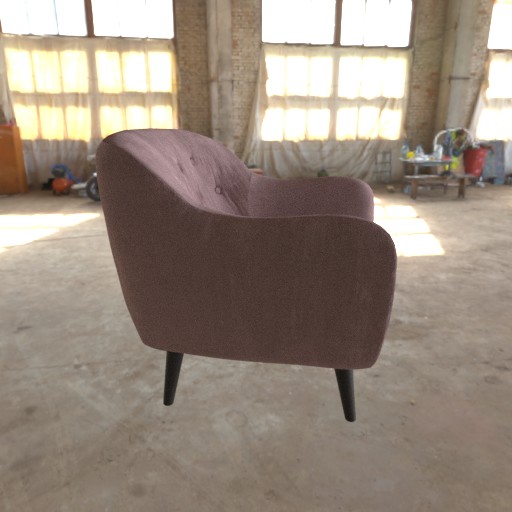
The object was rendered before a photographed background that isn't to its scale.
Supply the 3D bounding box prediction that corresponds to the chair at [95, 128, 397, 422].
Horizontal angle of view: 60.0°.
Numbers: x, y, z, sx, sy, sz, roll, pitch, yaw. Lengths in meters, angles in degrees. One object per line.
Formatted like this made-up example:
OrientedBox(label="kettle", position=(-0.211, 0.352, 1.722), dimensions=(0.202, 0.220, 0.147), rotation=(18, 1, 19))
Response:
OrientedBox(label="chair", position=(0.000, 0.000, 1.485), dimensions=(0.820, 0.820, 0.840), rotation=(3, 17, 10))
